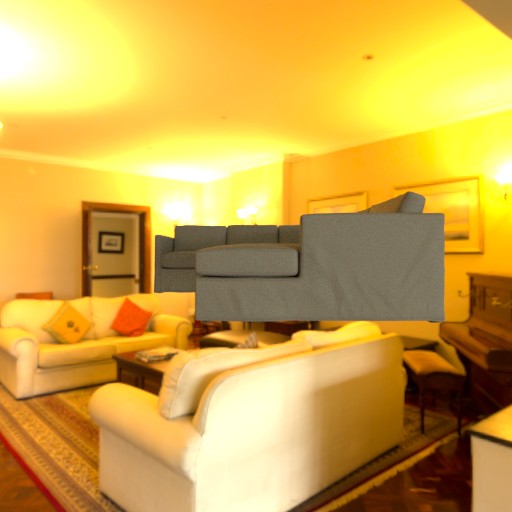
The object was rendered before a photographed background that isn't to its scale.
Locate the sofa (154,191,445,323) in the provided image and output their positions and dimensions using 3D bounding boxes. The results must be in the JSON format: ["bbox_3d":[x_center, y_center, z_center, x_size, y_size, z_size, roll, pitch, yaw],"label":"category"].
[{"bbox_3d":[0.000,0.000,4.508,2.427,0.882,3.460,0,0,0],"label":"sofa"}]
